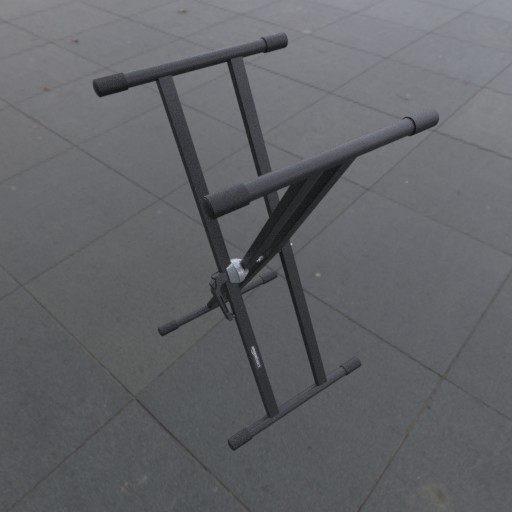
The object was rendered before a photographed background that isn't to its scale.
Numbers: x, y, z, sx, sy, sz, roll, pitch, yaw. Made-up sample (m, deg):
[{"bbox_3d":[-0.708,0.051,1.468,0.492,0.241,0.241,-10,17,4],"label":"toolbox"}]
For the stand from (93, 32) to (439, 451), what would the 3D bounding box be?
[{"bbox_3d":[0.000,0.000,1.180,0.495,0.900,0.503,-26,51,-23],"label":"stand"}]
